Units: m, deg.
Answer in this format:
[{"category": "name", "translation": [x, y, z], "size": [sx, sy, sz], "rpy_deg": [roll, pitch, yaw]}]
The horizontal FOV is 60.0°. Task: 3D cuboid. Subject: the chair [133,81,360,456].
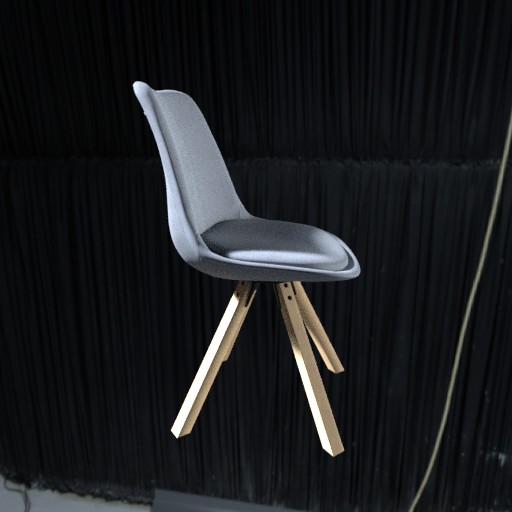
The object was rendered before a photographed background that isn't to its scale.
[{"category": "chair", "translation": [0.000, 0.000, 1.190], "size": [0.549, 0.863, 0.474], "rpy_deg": [3, 16, 11]}]
